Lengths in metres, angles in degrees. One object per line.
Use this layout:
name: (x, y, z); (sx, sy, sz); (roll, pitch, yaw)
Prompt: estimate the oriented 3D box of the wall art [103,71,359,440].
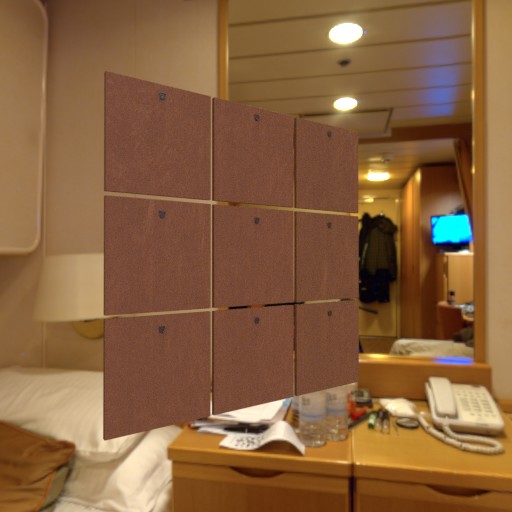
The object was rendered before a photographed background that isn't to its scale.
wall art: (0.000, 0.000, 1.359); (0.915, 0.913, 0.018); (0, -1, -35)
